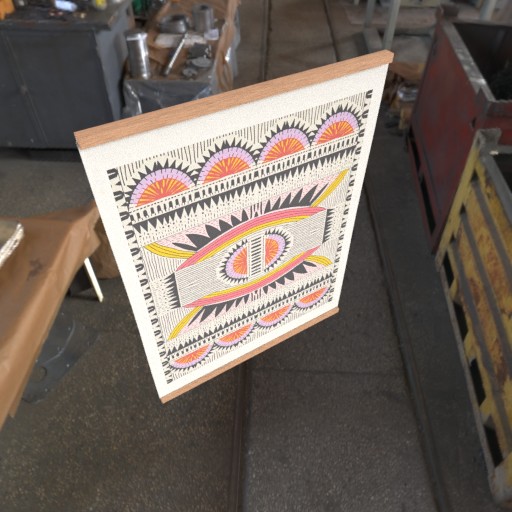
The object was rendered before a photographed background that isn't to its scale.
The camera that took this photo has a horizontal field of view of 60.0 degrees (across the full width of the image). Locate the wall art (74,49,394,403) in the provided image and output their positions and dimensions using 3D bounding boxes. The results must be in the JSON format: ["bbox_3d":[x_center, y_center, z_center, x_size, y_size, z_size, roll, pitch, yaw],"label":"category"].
[{"bbox_3d":[0.000,0.000,1.299,0.765,1.016,0.028,-23,50,-21],"label":"wall art"}]
